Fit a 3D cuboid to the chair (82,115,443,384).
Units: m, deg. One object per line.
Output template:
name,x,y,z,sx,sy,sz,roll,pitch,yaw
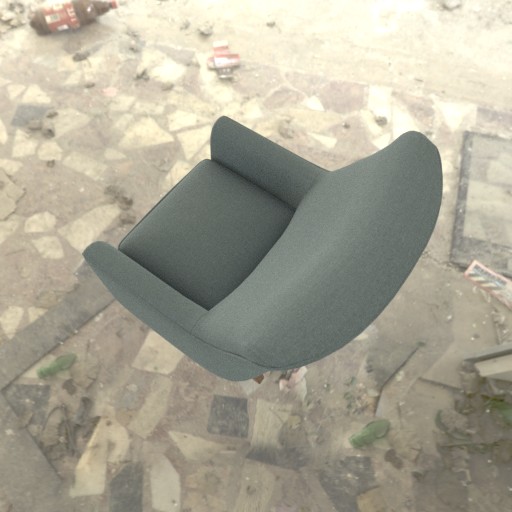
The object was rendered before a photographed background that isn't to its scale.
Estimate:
chair,0.000,0.000,1.513,0.879,0.916,0.756,33,68,15
